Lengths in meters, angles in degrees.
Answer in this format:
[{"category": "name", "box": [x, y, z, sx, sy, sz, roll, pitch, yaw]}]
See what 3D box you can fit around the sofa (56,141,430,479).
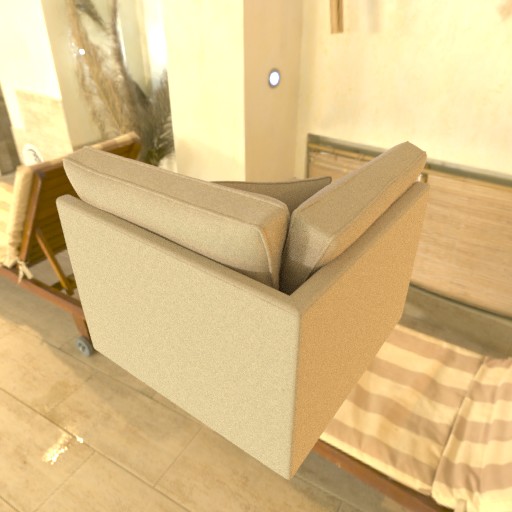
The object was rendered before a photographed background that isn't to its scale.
[{"category": "sofa", "box": [0.000, 0.000, 1.827, 1.042, 0.937, 1.050, 21, 37, 31]}]
